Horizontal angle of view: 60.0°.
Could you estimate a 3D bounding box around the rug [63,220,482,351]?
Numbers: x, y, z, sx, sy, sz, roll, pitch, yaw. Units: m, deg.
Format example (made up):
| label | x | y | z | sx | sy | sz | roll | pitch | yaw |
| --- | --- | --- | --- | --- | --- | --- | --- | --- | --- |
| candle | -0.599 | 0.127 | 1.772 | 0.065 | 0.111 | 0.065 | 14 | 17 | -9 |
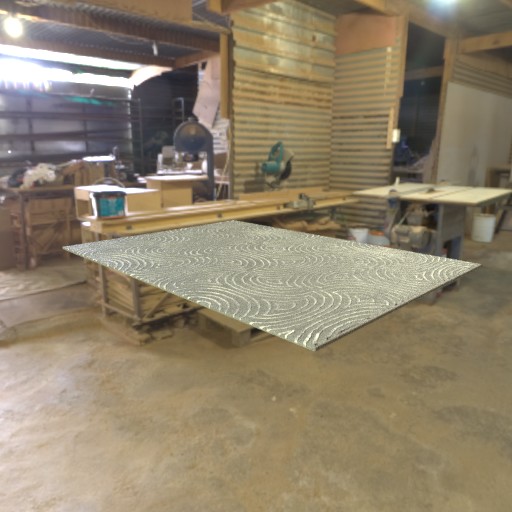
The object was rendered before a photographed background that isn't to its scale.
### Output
| label | x | y | z | sx | sy | sz | roll | pitch | yaw |
| --- | --- | --- | --- | --- | --- | --- | --- | --- | --- |
| rug | 0.000 | 0.000 | 2.763 | 1.543 | 0.015 | 2.144 | -13 | 19 | -43 |
